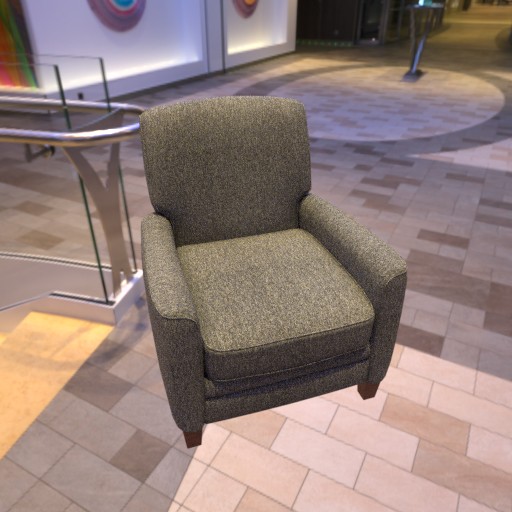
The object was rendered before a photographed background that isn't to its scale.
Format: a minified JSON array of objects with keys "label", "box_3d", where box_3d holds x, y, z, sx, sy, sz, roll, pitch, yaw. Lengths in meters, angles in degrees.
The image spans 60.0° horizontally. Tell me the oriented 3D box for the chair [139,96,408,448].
[{"label":"chair","box_3d":[0.000,0.000,1.689,0.848,1.014,0.864,-10,32,-15]}]
